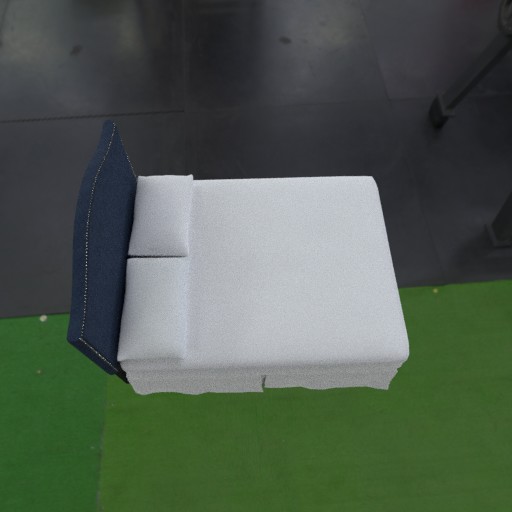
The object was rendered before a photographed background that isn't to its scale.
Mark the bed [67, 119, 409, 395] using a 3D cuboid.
[{"bbox_3d":[0.000,0.000,3.299,2.153,1.518,1.725,-2,62,-1],"label":"bed"}]
